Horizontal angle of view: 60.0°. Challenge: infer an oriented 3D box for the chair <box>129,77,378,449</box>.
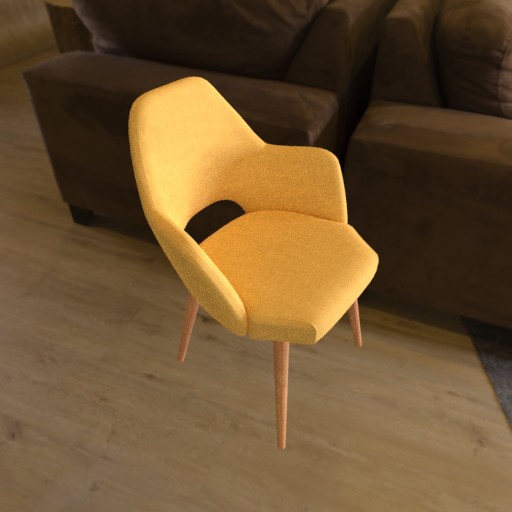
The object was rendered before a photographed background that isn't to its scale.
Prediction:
[{"bbox_3d":[0.000,0.000,1.258,0.610,0.840,0.590,27,47,28],"label":"chair"}]
